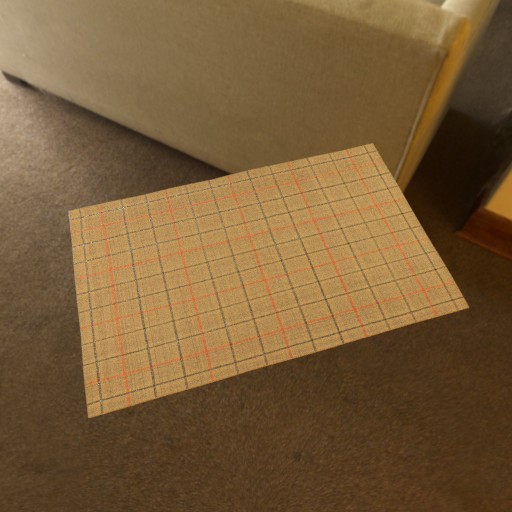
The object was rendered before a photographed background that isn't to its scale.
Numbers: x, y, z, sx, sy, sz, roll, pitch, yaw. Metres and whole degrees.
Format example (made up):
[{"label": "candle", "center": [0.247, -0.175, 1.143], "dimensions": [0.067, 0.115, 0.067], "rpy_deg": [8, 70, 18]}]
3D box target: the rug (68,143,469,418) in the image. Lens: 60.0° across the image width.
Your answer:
[{"label": "rug", "center": [0.000, 0.000, 3.073], "dimensions": [2.439, 0.015, 1.524], "rpy_deg": [-14, 60, -8]}]
